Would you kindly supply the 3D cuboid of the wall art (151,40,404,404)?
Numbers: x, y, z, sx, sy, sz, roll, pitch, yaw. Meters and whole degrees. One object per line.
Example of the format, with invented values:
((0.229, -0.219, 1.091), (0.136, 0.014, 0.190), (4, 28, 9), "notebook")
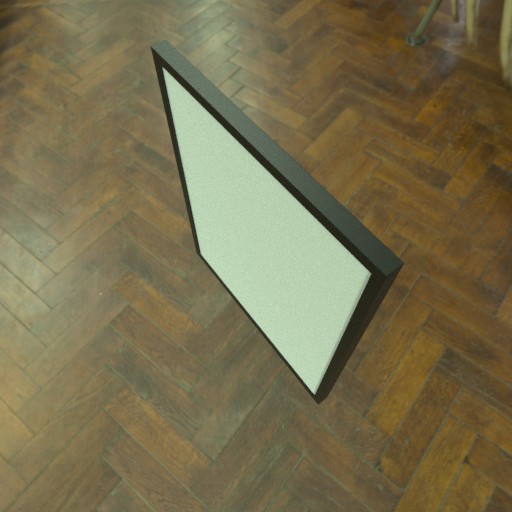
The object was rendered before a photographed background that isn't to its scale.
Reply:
((0.000, 0.000, 0.547), (0.018, 0.397, 0.325), (-33, 65, -18), "wall art")
